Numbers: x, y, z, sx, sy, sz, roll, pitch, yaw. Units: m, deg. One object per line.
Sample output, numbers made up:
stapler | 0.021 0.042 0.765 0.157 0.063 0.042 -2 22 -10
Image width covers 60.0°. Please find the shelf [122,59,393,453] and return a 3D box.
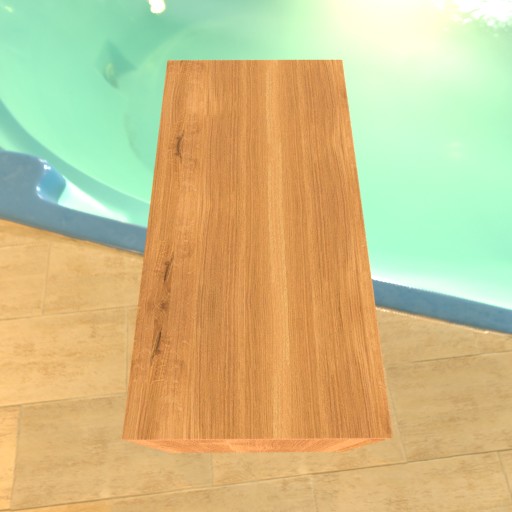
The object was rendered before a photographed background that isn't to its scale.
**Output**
shelf | 0.000 0.000 1.009 0.400 0.400 0.800 0 63 0
